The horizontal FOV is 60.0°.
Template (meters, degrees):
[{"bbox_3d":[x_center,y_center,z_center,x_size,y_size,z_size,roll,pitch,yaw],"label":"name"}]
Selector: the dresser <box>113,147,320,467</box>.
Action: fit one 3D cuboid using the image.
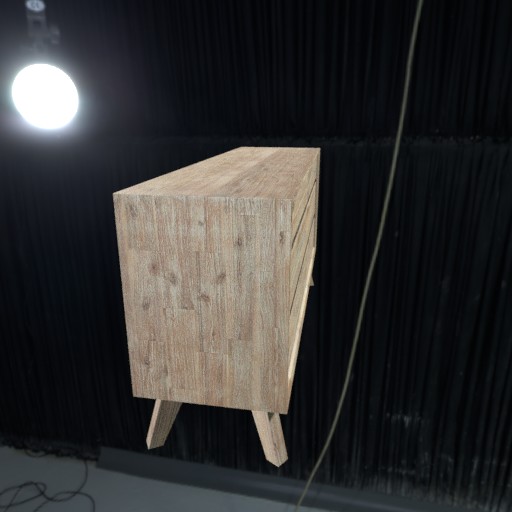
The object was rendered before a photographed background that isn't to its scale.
[{"bbox_3d":[0.000,0.000,1.930,0.455,0.805,1.554,3,18,10],"label":"dresser"}]
